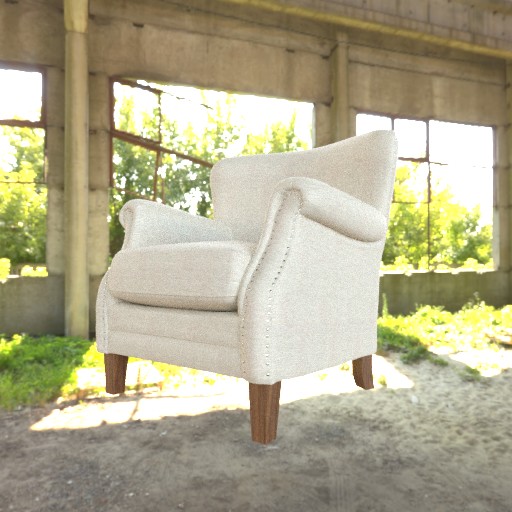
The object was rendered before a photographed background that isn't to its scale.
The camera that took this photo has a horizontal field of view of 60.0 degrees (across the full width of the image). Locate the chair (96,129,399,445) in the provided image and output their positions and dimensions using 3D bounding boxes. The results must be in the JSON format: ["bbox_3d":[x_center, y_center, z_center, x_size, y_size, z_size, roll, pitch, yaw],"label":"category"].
[{"bbox_3d":[0.000,0.000,1.598,0.861,0.936,0.921,-1,-1,37],"label":"chair"}]
